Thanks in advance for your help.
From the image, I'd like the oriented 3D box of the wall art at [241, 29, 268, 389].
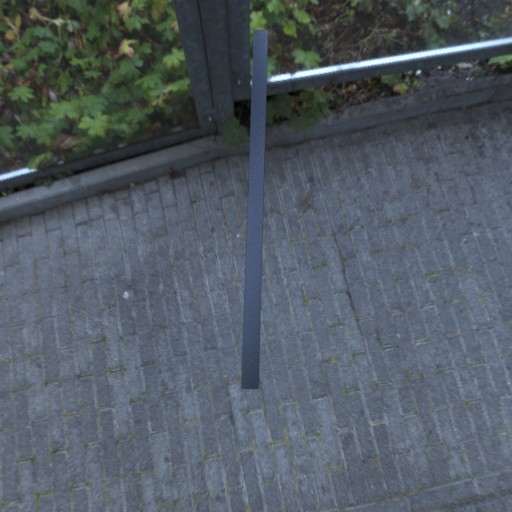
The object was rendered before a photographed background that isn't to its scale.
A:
[{"bbox_3d":[0.000,0.000,0.856,0.019,0.656,0.462,2,76,0],"label":"wall art"}]
